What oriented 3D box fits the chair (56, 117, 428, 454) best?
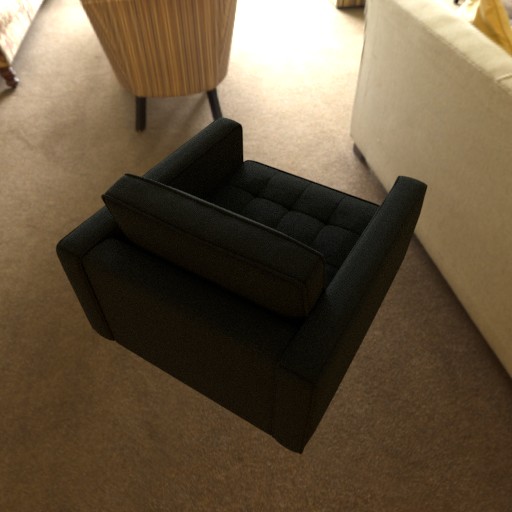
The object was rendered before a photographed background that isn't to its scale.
[{"bbox_3d":[0.000,0.000,1.586,0.899,0.770,0.920,24,51,21],"label":"chair"}]
